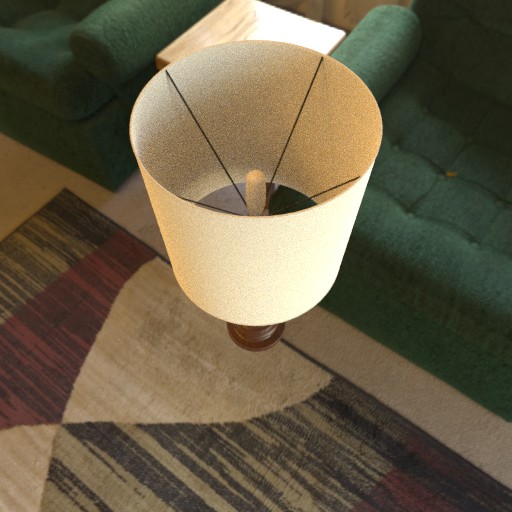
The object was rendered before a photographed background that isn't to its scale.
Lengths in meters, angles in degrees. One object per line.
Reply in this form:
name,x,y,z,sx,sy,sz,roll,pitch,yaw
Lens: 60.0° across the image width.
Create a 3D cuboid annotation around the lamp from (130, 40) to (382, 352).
lamp,0.000,0.000,0.565,0.208,0.455,0.208,15,60,9
